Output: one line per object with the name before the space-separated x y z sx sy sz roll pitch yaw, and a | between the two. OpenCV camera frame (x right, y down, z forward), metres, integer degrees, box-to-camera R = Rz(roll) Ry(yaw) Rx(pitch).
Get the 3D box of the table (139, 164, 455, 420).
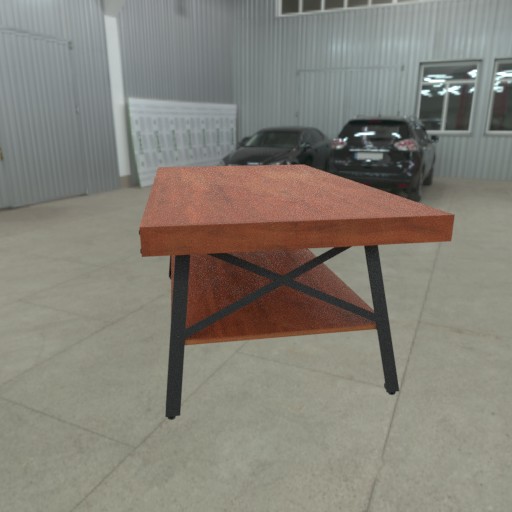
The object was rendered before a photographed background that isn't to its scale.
table | 0.000 0.000 1.393 0.610 0.457 1.067 -3 17 -10
